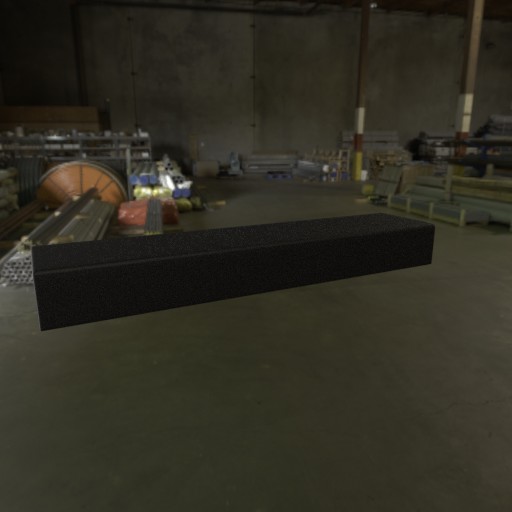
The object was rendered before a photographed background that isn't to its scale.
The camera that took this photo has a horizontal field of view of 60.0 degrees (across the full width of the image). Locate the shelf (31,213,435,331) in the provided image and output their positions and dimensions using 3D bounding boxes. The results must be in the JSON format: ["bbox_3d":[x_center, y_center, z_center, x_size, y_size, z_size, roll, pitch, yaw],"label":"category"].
[{"bbox_3d":[0.000,0.000,0.507,0.456,0.053,0.102,-7,17,-26],"label":"shelf"}]
